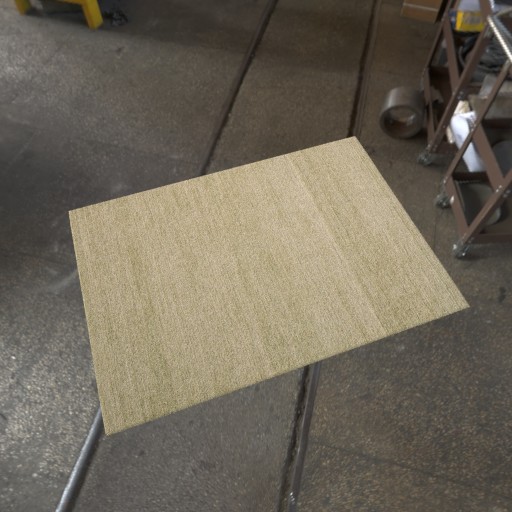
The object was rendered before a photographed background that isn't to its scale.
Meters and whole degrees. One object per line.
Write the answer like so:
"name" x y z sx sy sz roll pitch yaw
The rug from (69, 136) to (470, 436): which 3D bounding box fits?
"rug" 0.000 0.000 5.141 3.935 0.025 2.782 -17 59 -10
